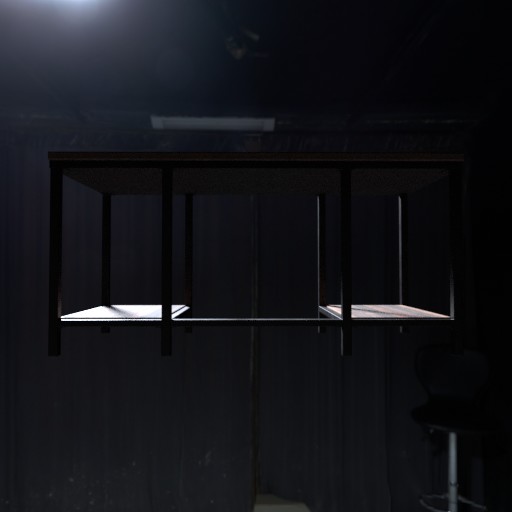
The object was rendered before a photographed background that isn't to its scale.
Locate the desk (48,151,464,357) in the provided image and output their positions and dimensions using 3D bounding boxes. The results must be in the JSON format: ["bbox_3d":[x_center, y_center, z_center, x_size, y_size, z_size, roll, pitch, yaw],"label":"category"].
[{"bbox_3d":[0.000,0.000,1.938,1.538,0.753,0.617,0,-2,-1],"label":"desk"}]
